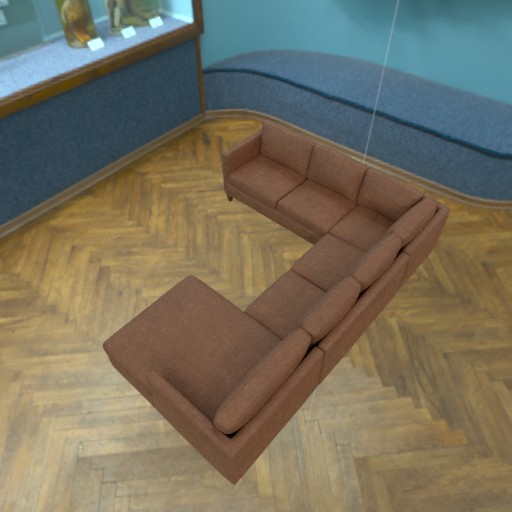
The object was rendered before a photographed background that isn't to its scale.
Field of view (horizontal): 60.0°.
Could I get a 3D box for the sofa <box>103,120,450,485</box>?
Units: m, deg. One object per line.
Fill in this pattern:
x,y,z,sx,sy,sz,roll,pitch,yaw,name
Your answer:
0.000,0.000,4.628,2.593,0.923,3.460,33,55,27,sofa
